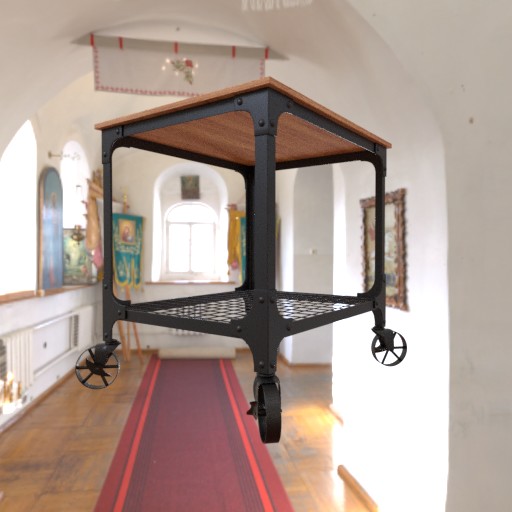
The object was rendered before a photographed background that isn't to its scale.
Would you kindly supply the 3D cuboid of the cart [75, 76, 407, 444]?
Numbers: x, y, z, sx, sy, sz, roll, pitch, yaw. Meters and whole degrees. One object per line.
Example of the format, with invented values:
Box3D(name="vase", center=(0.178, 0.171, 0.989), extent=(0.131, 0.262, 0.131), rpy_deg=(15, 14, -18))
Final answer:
Box3D(name="cart", center=(0.000, 0.000, 1.109), extent=(0.558, 0.603, 0.666), rpy_deg=(1, 1, 36))
